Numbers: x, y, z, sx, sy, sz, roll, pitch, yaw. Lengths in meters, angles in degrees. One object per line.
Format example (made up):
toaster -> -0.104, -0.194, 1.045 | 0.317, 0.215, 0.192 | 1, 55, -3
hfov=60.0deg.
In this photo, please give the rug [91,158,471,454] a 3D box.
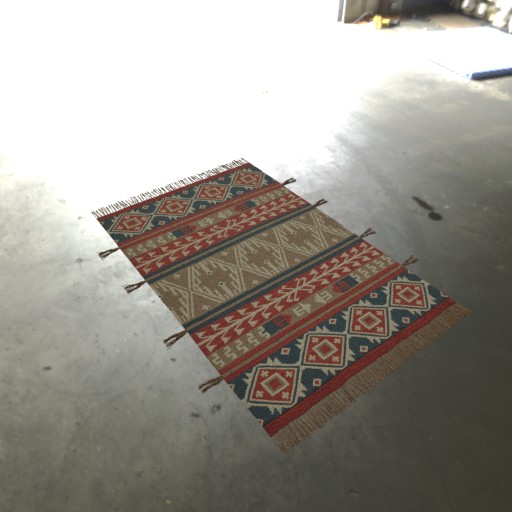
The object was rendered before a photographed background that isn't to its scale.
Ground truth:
rug -> 0.000, 0.000, 3.121 | 1.778, 0.048, 2.450 | -26, 47, -27
